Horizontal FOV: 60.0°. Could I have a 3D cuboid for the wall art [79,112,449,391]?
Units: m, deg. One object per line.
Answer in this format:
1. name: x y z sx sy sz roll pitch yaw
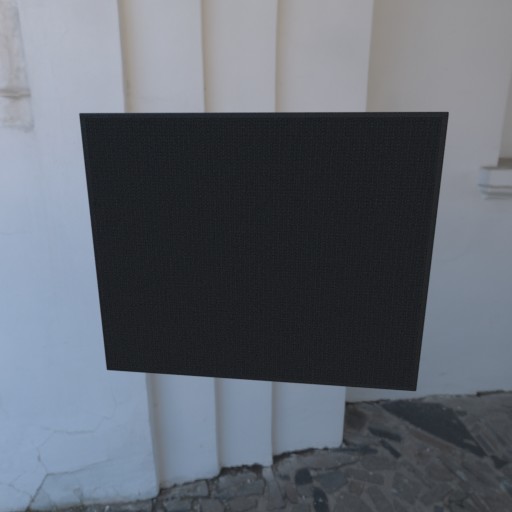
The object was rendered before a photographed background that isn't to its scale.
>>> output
1. wall art: 0.000 0.000 0.744 0.559 0.458 0.029 2 17 7
